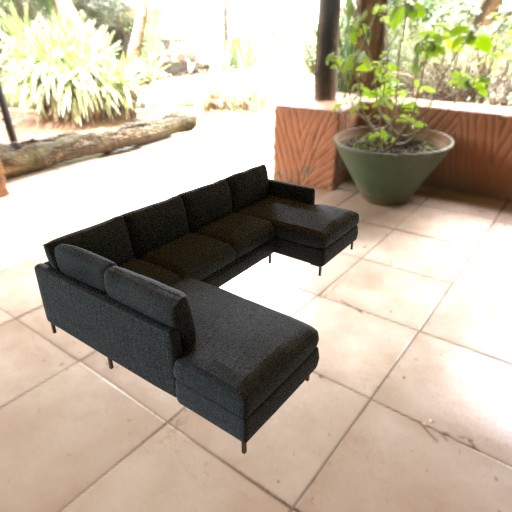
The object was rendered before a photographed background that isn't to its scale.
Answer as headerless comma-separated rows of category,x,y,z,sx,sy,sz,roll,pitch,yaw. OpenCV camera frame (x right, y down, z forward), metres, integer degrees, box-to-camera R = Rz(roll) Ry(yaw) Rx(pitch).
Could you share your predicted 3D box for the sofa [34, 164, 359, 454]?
sofa,0.000,0.000,3.617,1.879,0.753,2.737,18,32,32
